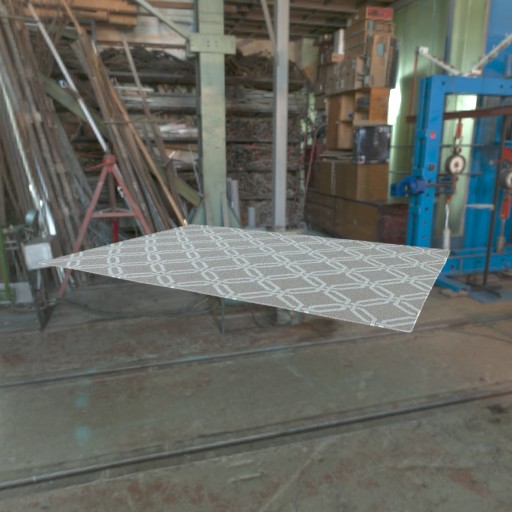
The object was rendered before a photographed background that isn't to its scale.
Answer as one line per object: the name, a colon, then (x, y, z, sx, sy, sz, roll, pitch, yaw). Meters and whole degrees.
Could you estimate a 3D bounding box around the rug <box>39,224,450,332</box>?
rug: (0.000, 0.000, 2.790, 2.135, 0.013, 1.524, 7, 16, 27)
